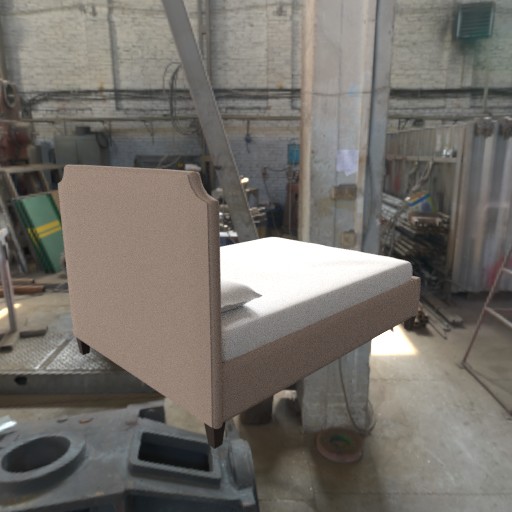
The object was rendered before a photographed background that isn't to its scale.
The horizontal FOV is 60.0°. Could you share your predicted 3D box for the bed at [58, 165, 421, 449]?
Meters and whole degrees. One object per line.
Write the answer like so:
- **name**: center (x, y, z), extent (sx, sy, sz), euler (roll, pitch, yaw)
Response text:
- **bed**: center (0.000, 0.000, 3.513), extent (1.713, 1.443, 2.372), euler (13, 19, 43)
